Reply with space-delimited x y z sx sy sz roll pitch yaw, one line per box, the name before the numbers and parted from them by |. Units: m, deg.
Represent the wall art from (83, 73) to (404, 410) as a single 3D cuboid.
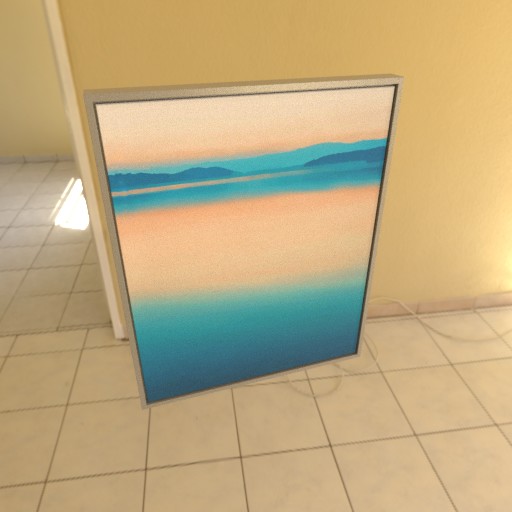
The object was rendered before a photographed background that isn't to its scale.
wall art | 0.000 0.000 0.752 0.453 0.554 0.037 -9 31 -16
